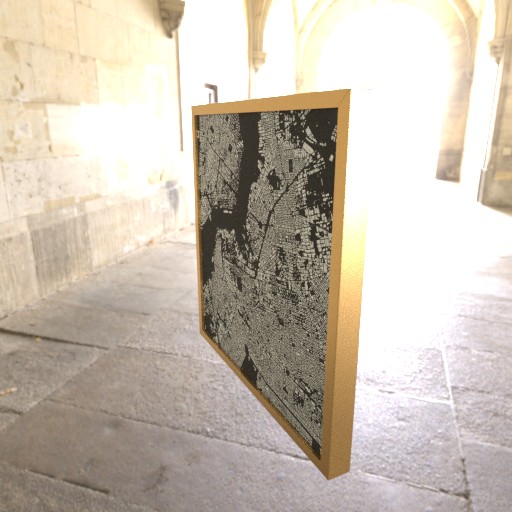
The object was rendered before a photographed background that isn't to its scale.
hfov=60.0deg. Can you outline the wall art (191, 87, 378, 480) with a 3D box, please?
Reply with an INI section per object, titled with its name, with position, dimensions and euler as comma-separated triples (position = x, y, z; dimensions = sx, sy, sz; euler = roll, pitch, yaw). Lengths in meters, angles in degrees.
[wall art]
position = 0.000, 0.000, 0.458
dimensions = 0.023, 0.305, 0.305
euler = -8, 18, -26
